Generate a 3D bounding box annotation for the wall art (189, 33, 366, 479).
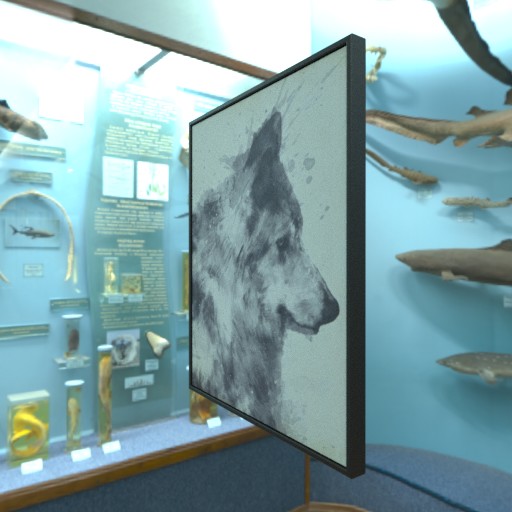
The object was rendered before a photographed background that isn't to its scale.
[{"bbox_3d":[0.000,0.000,0.739,0.028,0.551,0.451,0,0,-35],"label":"wall art"}]
